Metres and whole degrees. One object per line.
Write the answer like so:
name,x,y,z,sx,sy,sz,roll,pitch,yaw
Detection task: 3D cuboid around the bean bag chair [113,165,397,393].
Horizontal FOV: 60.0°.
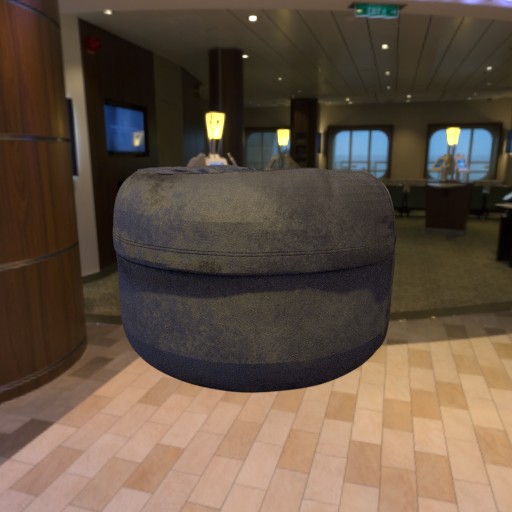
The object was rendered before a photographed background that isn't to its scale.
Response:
bean bag chair,0.000,0.000,1.500,0.918,0.605,0.918,0,13,0
